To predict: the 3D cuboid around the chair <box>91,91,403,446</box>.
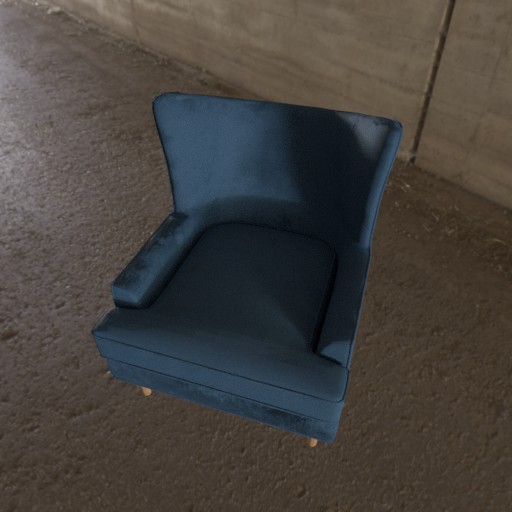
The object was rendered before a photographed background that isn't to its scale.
[{"bbox_3d":[0.000,0.000,1.547,0.793,0.952,0.910,12,41,14],"label":"chair"}]
